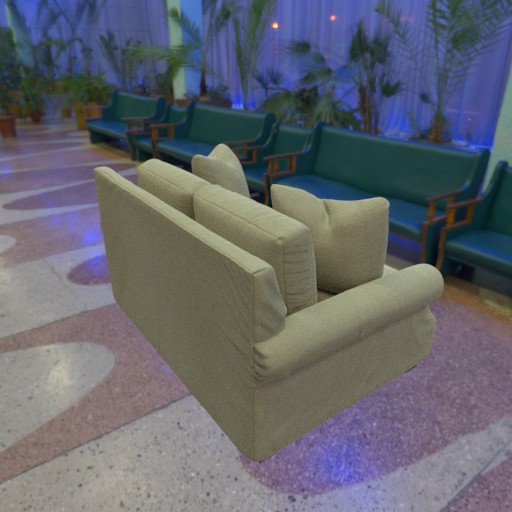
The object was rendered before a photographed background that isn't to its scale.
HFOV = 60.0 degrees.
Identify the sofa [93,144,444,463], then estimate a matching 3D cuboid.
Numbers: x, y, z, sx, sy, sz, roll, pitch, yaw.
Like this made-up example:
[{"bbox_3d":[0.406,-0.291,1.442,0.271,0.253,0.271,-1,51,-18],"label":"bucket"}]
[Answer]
[{"bbox_3d":[0.000,0.000,2.184,1.070,0.905,1.550,-17,31,-32],"label":"sofa"}]
